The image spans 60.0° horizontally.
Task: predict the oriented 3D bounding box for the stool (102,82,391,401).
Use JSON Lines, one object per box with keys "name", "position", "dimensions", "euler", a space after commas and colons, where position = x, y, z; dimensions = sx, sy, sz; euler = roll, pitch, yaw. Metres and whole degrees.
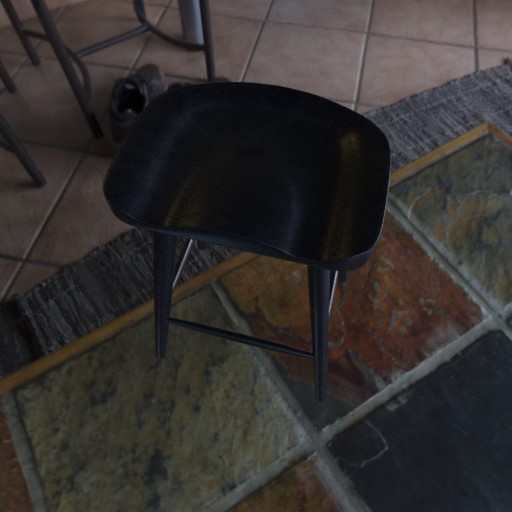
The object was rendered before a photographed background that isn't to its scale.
{"name": "stool", "position": [0.000, 0.000, 0.925], "dimensions": [0.440, 0.615, 0.361], "euler": [13, 60, 8]}
